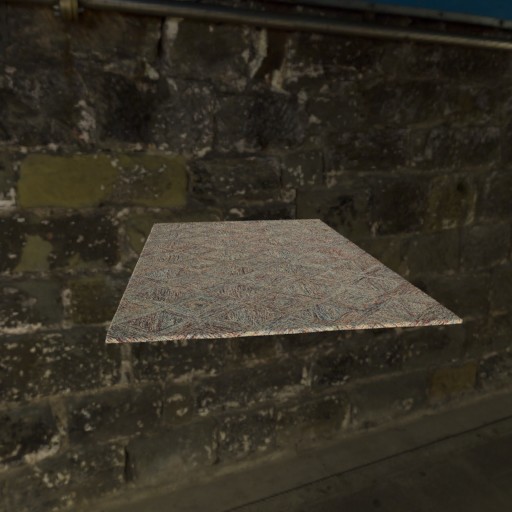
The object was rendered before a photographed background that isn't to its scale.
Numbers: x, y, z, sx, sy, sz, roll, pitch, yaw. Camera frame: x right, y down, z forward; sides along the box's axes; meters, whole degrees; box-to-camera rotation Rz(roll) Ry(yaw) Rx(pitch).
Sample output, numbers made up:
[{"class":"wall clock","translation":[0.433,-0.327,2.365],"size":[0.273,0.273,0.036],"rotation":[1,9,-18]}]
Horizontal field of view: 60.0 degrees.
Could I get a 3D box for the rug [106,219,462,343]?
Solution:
[{"class":"rug","translation":[0.000,0.000,2.209],"size":[1.143,0.014,1.761],"rotation":[-2,16,-7]}]
